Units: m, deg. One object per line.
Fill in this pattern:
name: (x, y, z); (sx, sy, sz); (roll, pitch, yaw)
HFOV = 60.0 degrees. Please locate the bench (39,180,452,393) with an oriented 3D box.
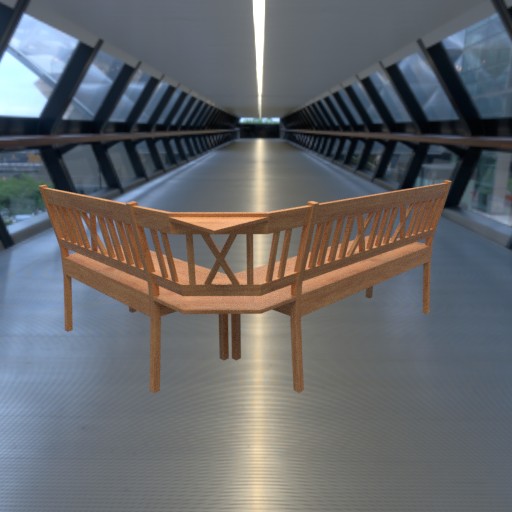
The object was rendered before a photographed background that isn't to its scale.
bench: (0.000, 0.000, 2.755); (1.537, 0.902, 1.937); (14, 21, 43)
